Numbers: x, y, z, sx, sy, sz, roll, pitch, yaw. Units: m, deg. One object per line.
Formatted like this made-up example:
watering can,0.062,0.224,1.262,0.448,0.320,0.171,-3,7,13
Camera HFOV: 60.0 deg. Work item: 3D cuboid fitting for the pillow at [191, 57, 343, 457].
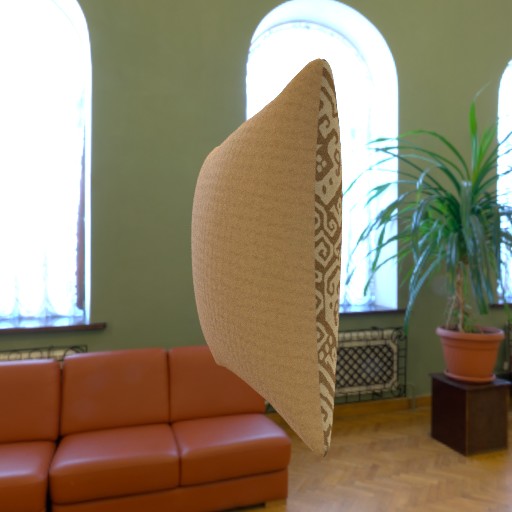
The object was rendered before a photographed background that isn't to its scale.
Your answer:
pillow,0.000,0.000,0.638,0.173,0.407,0.419,0,0,-19
